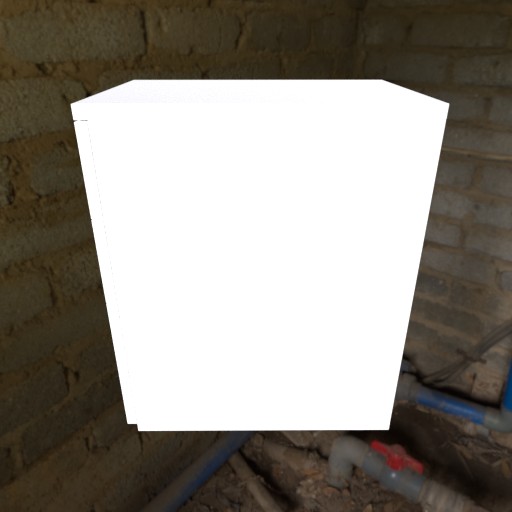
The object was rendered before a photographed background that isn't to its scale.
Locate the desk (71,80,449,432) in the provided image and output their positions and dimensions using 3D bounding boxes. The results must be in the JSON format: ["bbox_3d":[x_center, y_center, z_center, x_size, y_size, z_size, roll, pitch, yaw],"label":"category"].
[{"bbox_3d":[0.000,0.000,1.032,0.600,0.730,0.404,0,27,0],"label":"desk"}]
